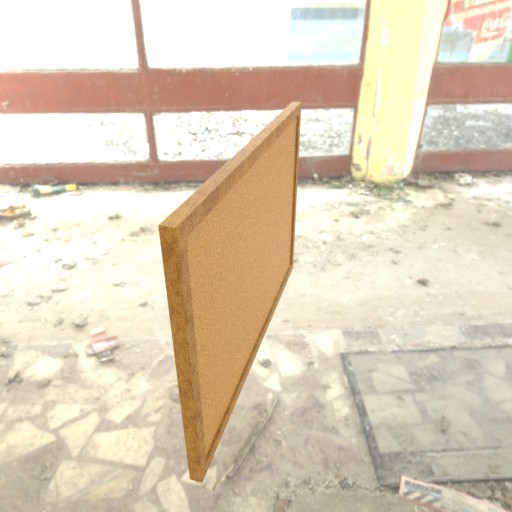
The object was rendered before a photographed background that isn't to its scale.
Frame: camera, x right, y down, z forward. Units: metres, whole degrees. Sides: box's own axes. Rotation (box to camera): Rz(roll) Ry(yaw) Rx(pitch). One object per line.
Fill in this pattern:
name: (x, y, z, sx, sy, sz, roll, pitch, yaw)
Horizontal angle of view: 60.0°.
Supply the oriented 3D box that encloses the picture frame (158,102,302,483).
picture frame: (0.000, 0.000, 1.191, 0.029, 0.621, 0.922, 9, 32, 14)
